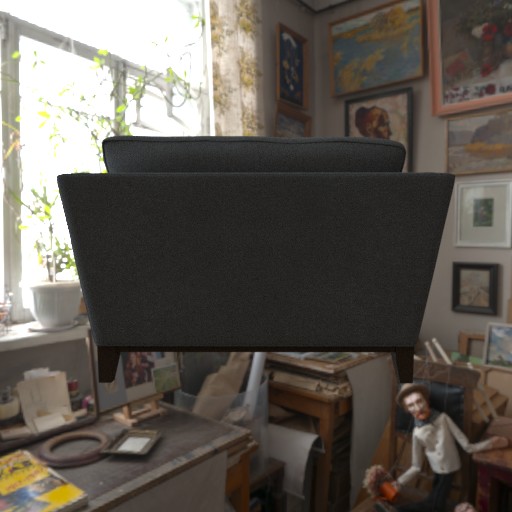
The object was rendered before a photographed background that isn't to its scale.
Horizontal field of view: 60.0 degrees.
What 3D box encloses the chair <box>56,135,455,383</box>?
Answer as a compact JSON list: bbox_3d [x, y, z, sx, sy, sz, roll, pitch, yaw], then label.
[{"bbox_3d":[0.000,0.000,2.025,1.396,0.942,0.965,0,2,0],"label":"chair"}]
